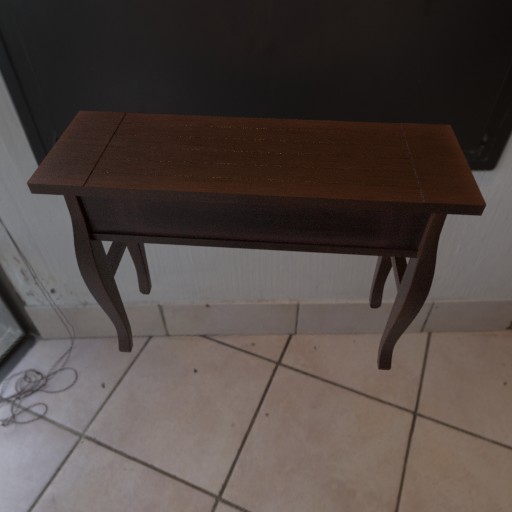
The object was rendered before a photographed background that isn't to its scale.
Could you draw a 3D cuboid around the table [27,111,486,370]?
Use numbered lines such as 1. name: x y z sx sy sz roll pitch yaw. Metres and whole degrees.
1. table: 0.000 0.000 1.418 1.062 0.768 0.373 3 46 3
